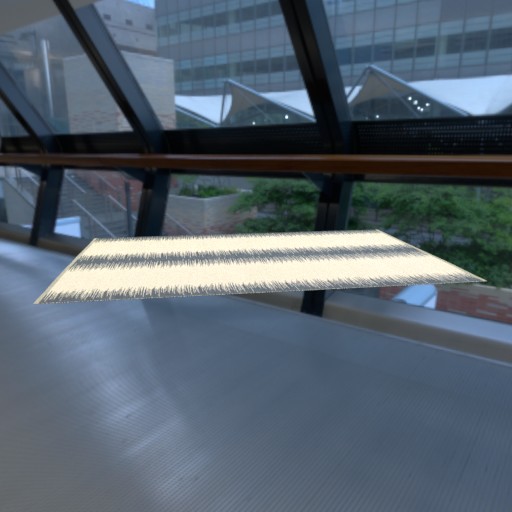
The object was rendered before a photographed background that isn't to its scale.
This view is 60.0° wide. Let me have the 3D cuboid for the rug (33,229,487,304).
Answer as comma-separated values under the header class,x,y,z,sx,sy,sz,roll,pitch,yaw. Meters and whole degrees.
class,x,y,z,sx,sy,sz,roll,pitch,yaw
rug,0.000,0.000,3.077,2.453,0.003,1.519,-2,15,-8
